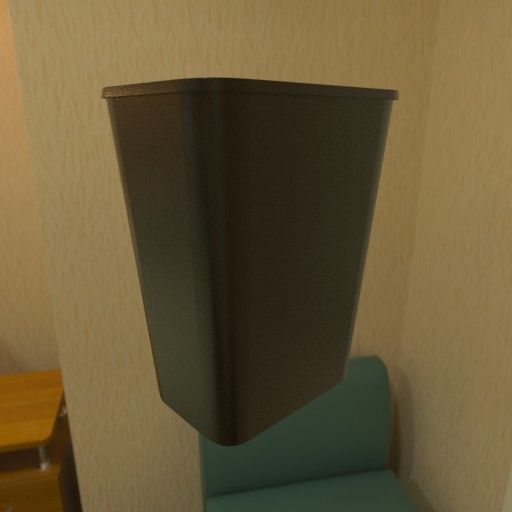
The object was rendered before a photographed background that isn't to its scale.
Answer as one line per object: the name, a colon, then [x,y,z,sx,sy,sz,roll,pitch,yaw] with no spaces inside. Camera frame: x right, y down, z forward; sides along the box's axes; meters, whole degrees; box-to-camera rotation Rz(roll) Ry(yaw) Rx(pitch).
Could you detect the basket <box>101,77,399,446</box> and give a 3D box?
basket: [0.000,0.000,0.740,0.394,0.521,0.287,-15,23,-40]
